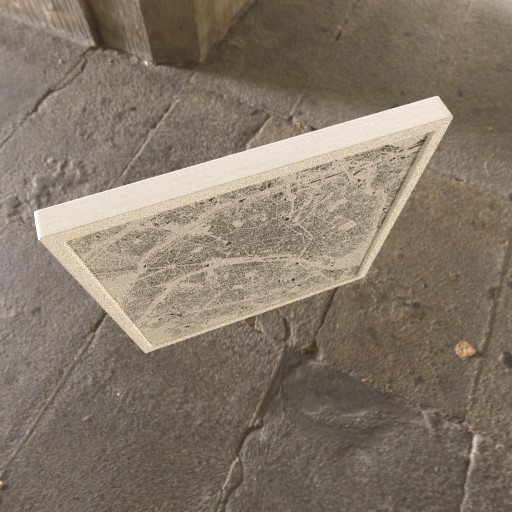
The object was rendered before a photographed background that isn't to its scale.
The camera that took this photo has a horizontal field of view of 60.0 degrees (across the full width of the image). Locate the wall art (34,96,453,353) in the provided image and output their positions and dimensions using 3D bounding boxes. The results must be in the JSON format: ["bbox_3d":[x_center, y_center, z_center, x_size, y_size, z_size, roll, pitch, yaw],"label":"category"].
[{"bbox_3d":[0.000,0.000,0.746,0.508,0.508,0.038,-18,65,-9],"label":"wall art"}]
